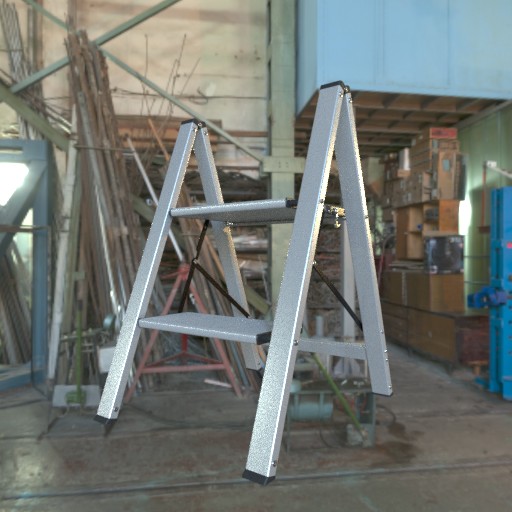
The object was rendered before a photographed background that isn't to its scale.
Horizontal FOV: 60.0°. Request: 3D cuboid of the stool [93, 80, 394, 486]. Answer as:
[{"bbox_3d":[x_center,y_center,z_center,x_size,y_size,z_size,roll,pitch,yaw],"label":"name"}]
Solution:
[{"bbox_3d":[0.000,0.000,0.989,0.440,0.670,0.535,0,0,37],"label":"stool"}]
